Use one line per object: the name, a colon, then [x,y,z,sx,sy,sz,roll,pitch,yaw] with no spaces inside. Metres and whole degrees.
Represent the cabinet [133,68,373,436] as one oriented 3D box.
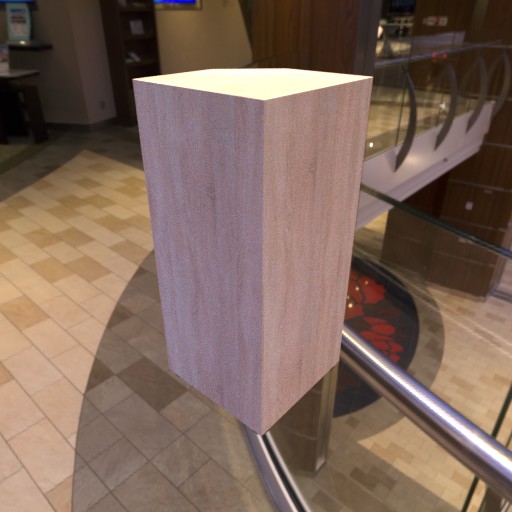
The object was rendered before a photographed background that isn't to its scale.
cabinet: [0.000,0.000,2.860,1.327,2.120,1.094,-2,29,-3]
